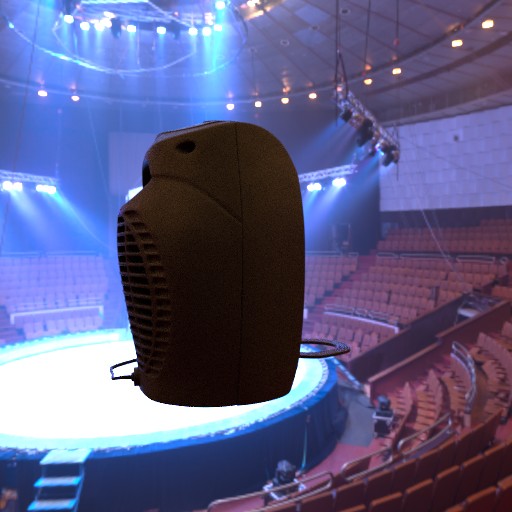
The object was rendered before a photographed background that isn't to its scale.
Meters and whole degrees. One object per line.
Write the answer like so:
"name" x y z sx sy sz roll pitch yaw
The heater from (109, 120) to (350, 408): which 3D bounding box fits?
"heater" 0.000 0.000 0.463 0.291 0.240 0.239 0 0 -19
